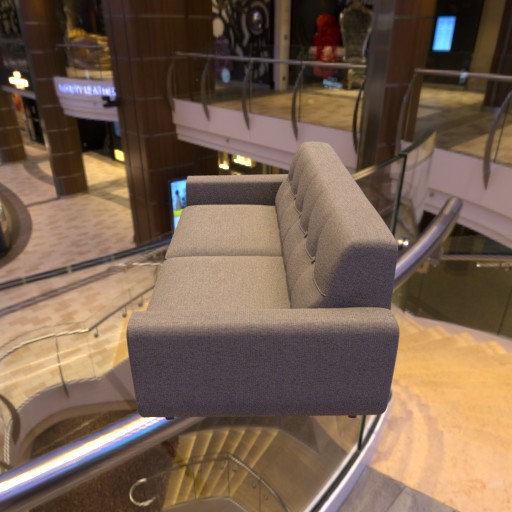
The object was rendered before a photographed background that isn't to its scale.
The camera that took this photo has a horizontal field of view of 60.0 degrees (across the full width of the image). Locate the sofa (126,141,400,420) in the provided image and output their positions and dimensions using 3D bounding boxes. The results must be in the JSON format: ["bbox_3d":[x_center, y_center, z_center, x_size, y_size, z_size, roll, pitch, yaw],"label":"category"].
[{"bbox_3d":[0.000,0.000,2.189,0.909,0.841,1.631,0,27,-1],"label":"sofa"}]
